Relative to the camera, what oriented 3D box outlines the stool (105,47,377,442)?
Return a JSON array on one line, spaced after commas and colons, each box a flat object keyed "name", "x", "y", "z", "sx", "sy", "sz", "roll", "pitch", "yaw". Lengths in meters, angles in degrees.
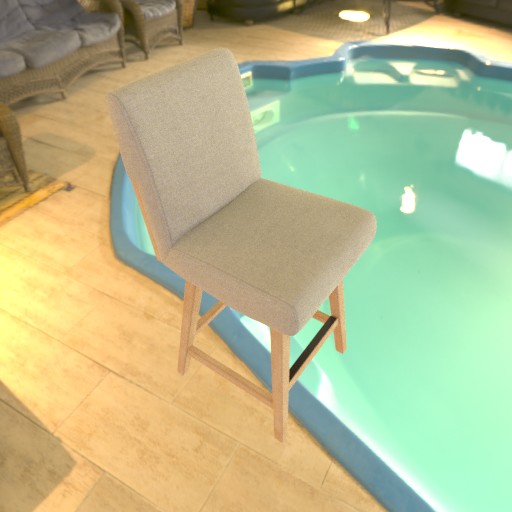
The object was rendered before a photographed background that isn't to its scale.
[{"name": "stool", "x": 0.000, "y": 0.000, "z": 1.430, "sx": 0.606, "sy": 1.085, "sz": 0.507, "roll": 25, "pitch": 48, "yaw": 26}]
